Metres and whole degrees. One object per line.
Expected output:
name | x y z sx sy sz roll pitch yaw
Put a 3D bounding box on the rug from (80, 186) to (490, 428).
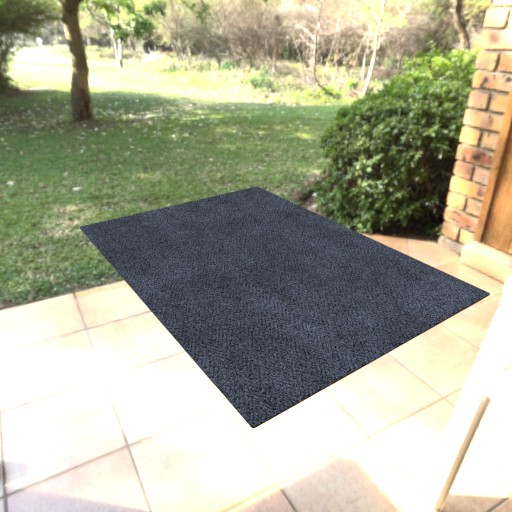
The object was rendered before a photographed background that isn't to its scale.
rug | 0.000 0.000 2.848 1.600 0.008 2.235 -18 33 -31
